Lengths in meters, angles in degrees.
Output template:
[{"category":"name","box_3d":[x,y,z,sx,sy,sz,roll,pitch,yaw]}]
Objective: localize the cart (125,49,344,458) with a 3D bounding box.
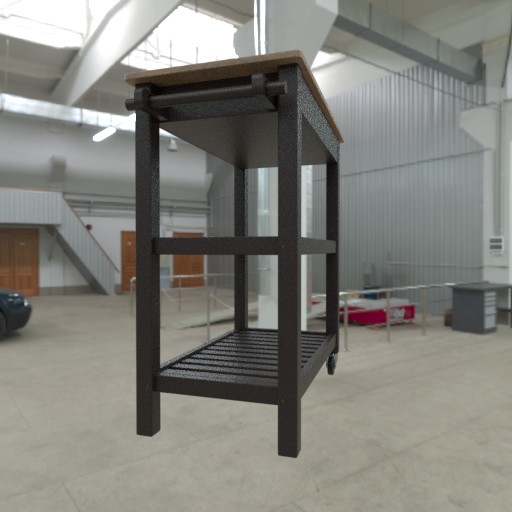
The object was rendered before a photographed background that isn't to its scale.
[{"category":"cart","box_3d":[0.000,0.000,1.423,0.457,0.927,0.899,0,1,18]}]
